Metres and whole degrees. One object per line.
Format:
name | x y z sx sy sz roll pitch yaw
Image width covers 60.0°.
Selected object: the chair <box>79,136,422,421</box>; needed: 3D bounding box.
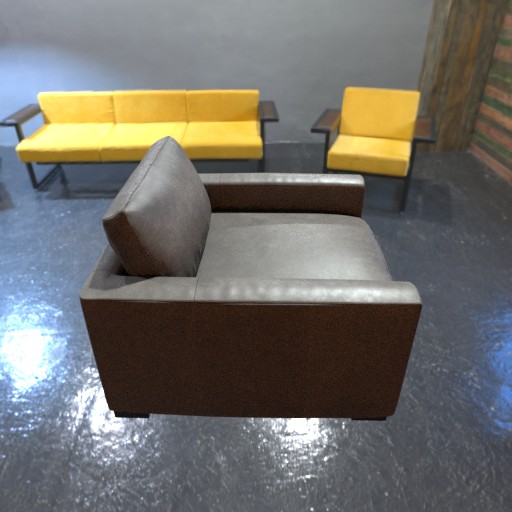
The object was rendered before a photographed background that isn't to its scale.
chair | 0.000 0.000 1.868 1.080 0.807 1.106 1 32 1
